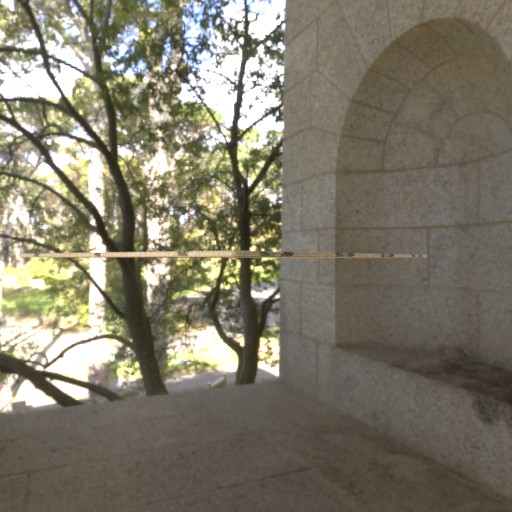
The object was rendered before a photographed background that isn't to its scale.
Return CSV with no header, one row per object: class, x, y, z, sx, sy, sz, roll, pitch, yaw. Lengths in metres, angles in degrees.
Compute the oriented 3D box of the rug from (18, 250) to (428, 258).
rug,0.000,0.000,3.376,1.801,0.026,2.701,0,0,37
